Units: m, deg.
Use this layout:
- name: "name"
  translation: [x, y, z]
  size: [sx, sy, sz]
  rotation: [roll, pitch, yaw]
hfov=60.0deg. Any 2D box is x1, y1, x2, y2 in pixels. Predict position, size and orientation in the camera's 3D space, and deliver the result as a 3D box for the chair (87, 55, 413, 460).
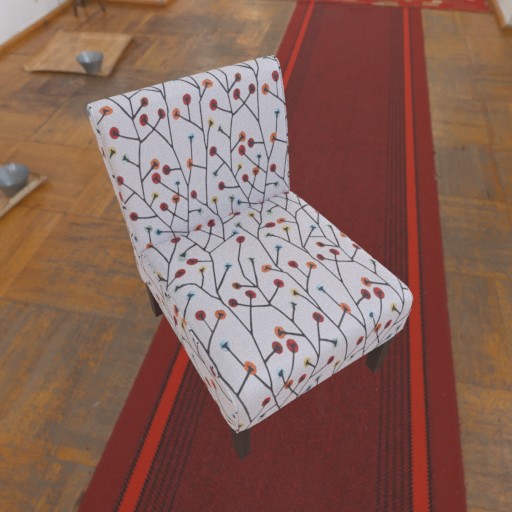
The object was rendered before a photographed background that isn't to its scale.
- name: "chair"
  translation: [0.000, 0.000, 1.304]
  size: [0.597, 0.813, 0.732]
  rotation: [-25, 51, -22]
